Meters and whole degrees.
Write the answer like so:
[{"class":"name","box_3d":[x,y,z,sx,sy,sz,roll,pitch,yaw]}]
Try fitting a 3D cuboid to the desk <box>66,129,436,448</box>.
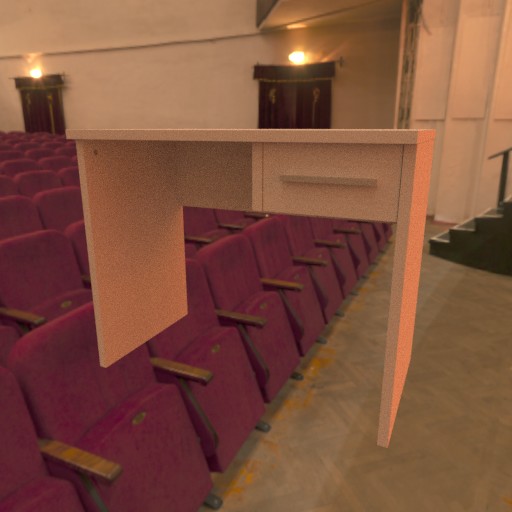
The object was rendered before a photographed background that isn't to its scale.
[{"class":"desk","box_3d":[0.000,0.000,1.329,0.900,0.729,0.498,7,18,24]}]
